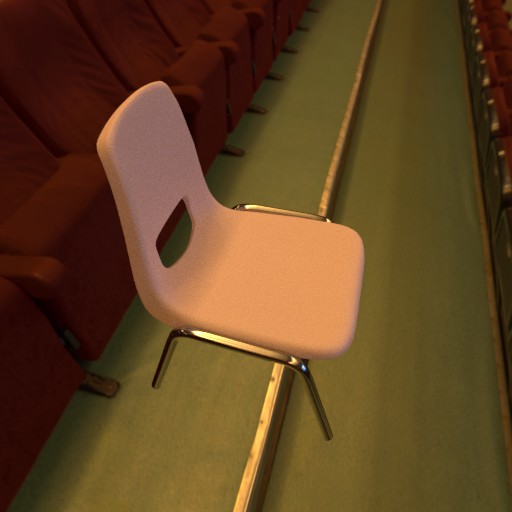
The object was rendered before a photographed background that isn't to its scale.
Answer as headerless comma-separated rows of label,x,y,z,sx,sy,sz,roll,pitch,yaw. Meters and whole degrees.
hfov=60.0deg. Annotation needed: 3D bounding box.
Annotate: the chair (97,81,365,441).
chair,0.000,0.000,0.782,0.385,0.537,0.354,11,47,11
